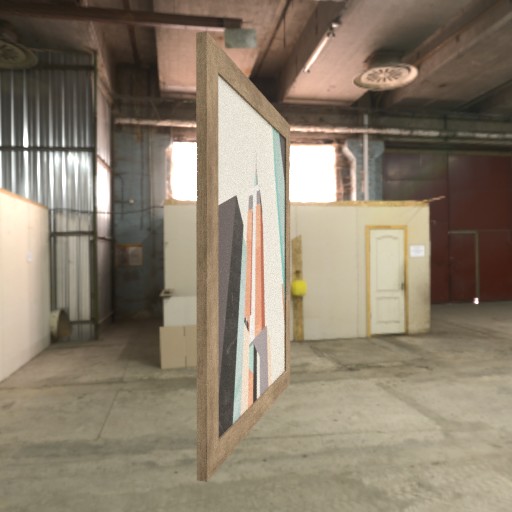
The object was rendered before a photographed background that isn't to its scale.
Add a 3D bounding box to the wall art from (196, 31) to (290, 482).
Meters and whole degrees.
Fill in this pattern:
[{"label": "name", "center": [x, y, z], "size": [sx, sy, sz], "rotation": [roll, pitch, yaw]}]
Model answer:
[{"label": "wall art", "center": [0.000, 0.000, 0.930], "size": [0.018, 0.686, 0.534], "rotation": [0, 1, 18]}]
